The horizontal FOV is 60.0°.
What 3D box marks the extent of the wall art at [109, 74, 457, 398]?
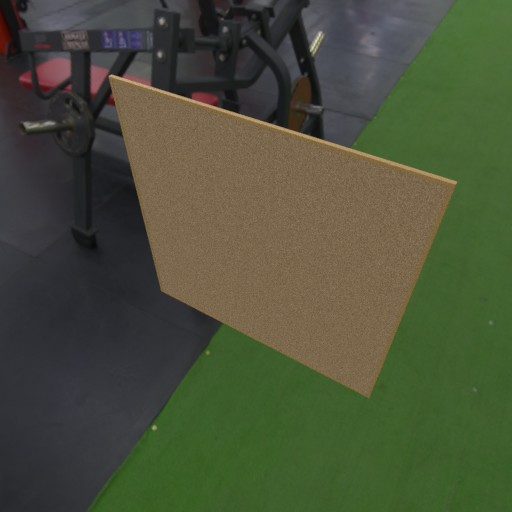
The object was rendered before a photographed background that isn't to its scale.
[{"bbox_3d":[0.000,0.000,1.429,0.962,0.959,0.013,24,51,21],"label":"wall art"}]
